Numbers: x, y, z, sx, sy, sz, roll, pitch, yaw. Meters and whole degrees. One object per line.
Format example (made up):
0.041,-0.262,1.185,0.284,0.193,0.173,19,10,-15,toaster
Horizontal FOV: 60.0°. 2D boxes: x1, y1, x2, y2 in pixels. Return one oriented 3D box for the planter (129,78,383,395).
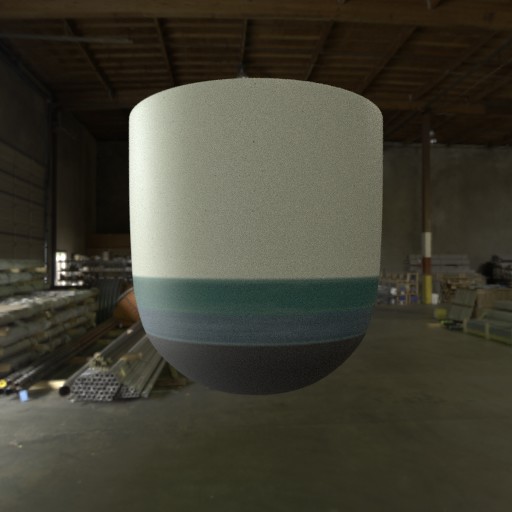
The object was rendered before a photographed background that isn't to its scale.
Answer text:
0.000,0.000,0.369,0.204,0.214,0.204,0,-1,0,planter
